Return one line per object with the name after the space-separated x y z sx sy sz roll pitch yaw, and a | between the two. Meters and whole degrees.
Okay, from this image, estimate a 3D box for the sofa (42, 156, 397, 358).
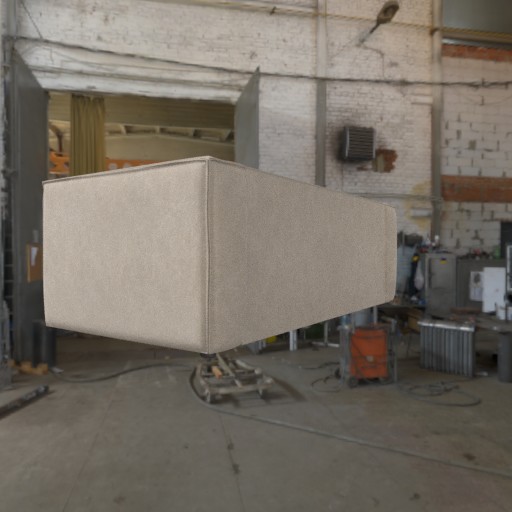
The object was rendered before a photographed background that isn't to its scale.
0.000 0.000 2.496 1.038 0.680 1.995 0 1 34 | sofa
